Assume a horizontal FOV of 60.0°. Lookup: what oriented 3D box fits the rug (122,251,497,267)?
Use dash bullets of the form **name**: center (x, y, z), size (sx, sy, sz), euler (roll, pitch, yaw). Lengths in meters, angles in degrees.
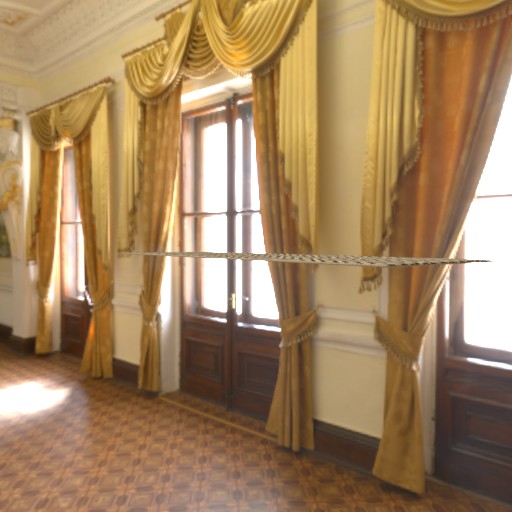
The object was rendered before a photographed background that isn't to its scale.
- **rug**: center (0.000, 0.000, 2.637), size (0.750, 0.009, 2.435), euler (-1, 2, -37)
